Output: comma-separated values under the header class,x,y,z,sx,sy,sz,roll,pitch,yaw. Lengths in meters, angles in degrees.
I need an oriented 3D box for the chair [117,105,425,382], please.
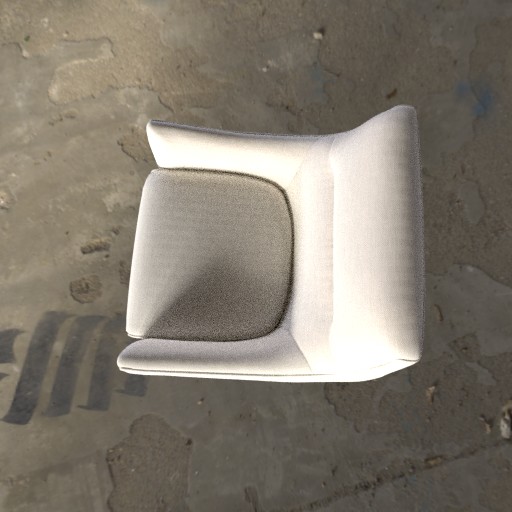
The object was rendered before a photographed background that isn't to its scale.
class,x,y,z,sx,sy,sz,roll,pitch,yaw
chair,0.000,0.000,1.402,0.787,0.838,0.762,3,76,1
